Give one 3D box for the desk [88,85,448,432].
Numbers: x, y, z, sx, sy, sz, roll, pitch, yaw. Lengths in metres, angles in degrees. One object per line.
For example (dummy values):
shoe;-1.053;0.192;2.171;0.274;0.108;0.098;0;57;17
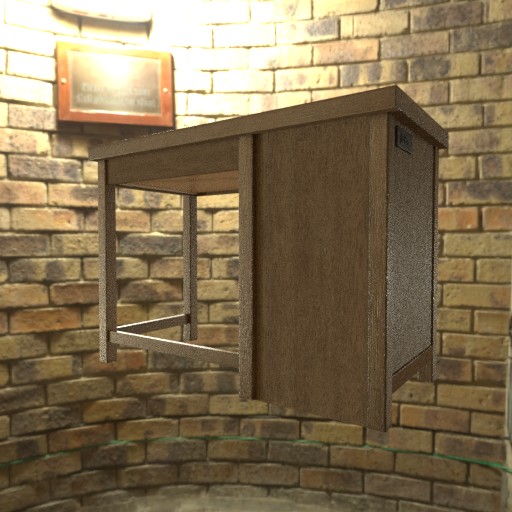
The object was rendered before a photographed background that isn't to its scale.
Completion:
desk;0.000;0.000;1.752;1.289;0.912;0.610;1;2;35
